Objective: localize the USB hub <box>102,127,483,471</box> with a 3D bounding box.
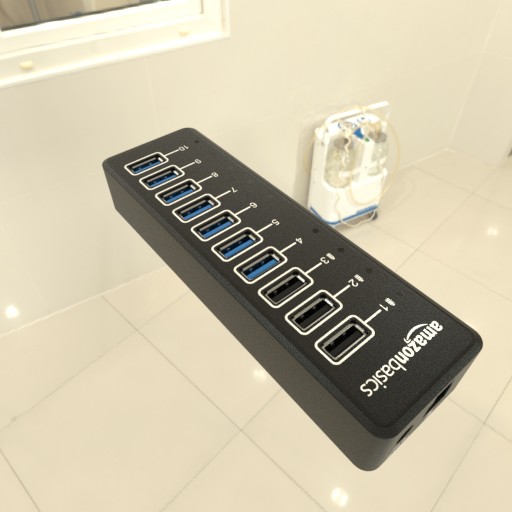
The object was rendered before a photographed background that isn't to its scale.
[{"bbox_3d":[0.000,0.000,0.156,0.044,0.023,0.145,-31,54,-26],"label":"USB hub"}]
